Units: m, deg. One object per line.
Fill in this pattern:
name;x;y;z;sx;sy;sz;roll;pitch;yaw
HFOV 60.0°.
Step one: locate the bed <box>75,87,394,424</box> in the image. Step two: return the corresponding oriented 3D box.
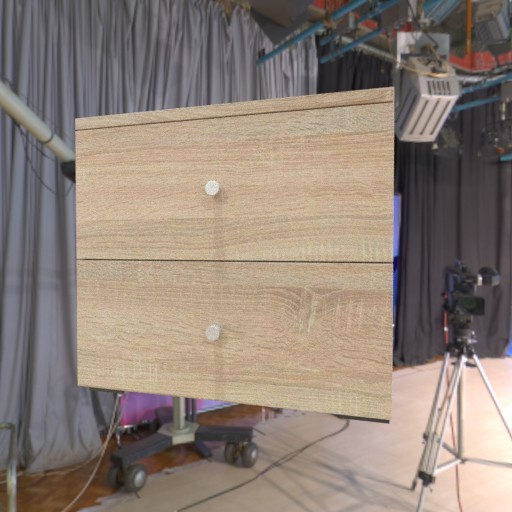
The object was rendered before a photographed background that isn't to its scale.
bed;0.000;0.000;0.781;0.460;0.420;0.401;0;1;17
